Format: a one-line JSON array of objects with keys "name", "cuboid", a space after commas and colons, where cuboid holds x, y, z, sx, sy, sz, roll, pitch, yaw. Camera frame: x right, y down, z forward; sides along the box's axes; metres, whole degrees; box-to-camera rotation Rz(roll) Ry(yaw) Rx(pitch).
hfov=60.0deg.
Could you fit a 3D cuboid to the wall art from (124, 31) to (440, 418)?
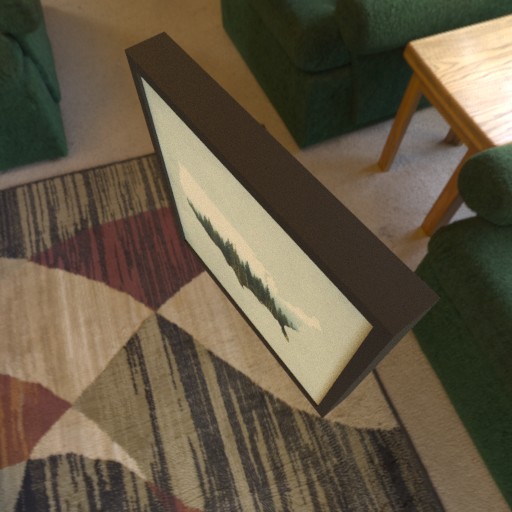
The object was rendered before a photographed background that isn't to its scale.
[{"name": "wall art", "cuboid": [0.000, 0.000, 0.443, 0.038, 0.304, 0.304, -34, 67, -17]}]
